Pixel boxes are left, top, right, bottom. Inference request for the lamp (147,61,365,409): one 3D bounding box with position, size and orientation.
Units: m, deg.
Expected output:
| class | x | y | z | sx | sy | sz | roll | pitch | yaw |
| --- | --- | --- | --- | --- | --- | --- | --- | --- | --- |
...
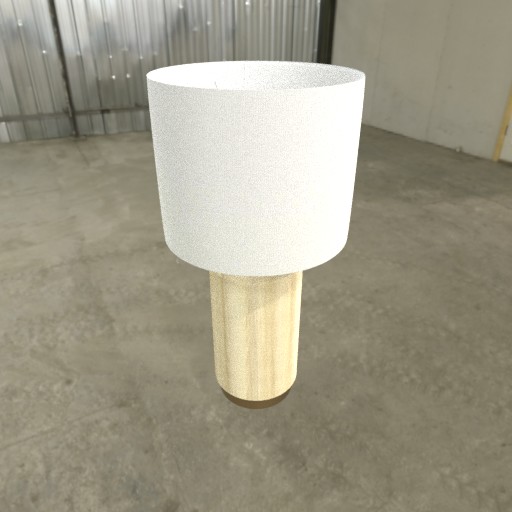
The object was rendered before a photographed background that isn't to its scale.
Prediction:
| class | x | y | z | sx | sy | sz | roll | pitch | yaw |
| --- | --- | --- | --- | --- | --- | --- | --- | --- | --- |
| lamp | 0.000 | 0.000 | 0.576 | 0.228 | 0.444 | 0.228 | 1 | 29 | 1 |
